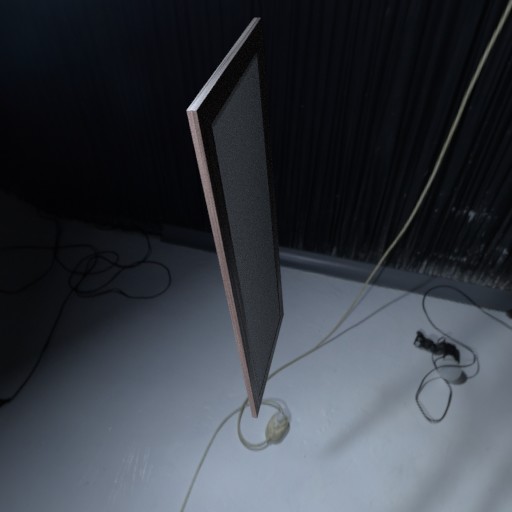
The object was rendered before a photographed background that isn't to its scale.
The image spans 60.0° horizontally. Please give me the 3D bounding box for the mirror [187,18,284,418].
[{"bbox_3d":[0.000,0.000,2.299,0.221,2.020,0.812,10,47,10],"label":"mirror"}]
